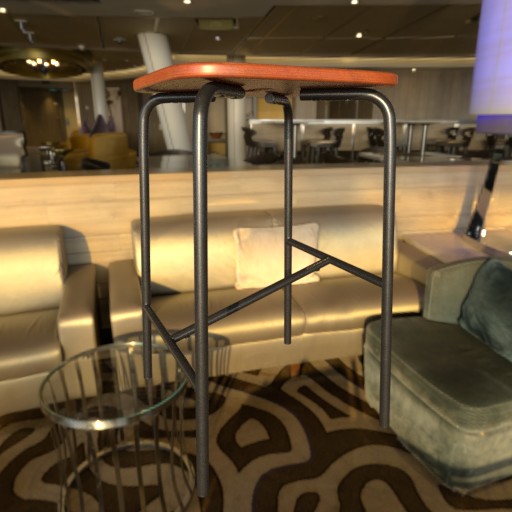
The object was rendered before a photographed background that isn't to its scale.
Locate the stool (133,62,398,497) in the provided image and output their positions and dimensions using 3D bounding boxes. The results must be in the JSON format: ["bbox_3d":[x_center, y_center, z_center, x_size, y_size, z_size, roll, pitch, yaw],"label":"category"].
[{"bbox_3d":[0.000,0.000,0.817,0.376,0.610,0.376,-8,19,-25],"label":"stool"}]
